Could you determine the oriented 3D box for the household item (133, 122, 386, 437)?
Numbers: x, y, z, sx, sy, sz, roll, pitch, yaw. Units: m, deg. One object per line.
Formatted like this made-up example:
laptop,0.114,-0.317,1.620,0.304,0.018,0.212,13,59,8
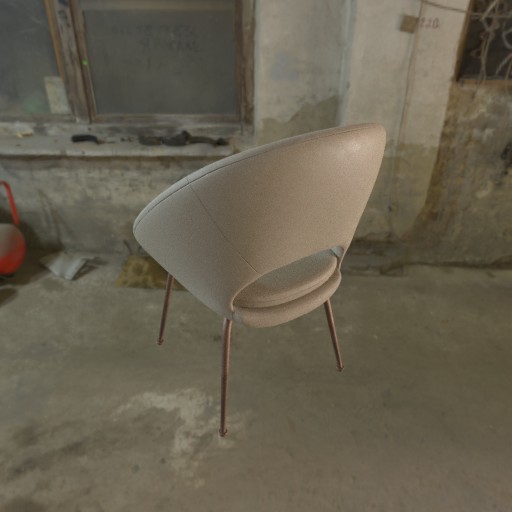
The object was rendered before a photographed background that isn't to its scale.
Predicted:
household item,0.000,0.000,1.272,0.623,0.852,0.573,-19,37,-28
